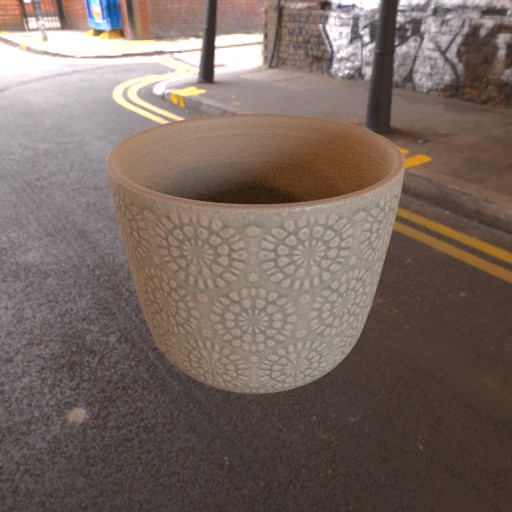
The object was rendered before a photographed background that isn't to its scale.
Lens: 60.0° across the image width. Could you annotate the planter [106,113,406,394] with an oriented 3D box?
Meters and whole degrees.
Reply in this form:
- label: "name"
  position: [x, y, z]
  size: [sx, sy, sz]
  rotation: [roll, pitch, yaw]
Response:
- label: "planter"
  position: [0.000, 0.000, 0.218]
  size: [0.124, 0.109, 0.124]
  rotation: [0, 31, 0]
